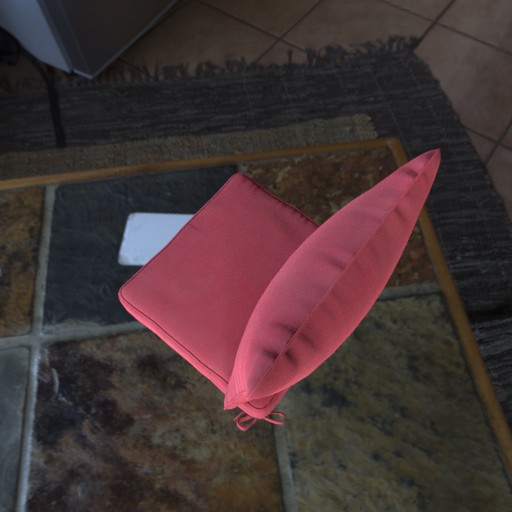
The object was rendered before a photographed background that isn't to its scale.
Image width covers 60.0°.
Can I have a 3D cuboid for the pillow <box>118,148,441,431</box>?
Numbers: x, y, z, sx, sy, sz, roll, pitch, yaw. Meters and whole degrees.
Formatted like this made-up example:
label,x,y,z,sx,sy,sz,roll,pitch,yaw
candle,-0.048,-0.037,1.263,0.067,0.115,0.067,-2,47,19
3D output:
label,x,y,z,sx,sy,sz,roll,pitch,yaw
pillow,0.000,0.000,1.359,0.733,0.725,0.798,35,69,16
